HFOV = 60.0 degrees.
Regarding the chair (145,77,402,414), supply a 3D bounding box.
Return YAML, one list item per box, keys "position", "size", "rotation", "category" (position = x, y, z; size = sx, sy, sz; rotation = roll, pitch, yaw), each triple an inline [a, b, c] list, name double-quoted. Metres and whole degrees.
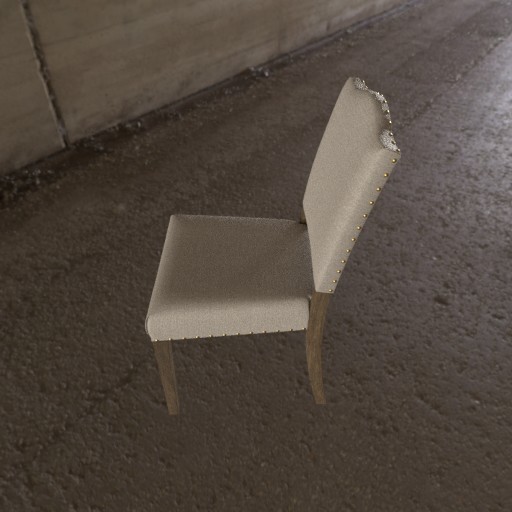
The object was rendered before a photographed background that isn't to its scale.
- position: [0.000, 0.000, 1.384]
  size: [0.620, 1.020, 0.508]
  rotation: [0, 41, 0]
  category: "chair"
